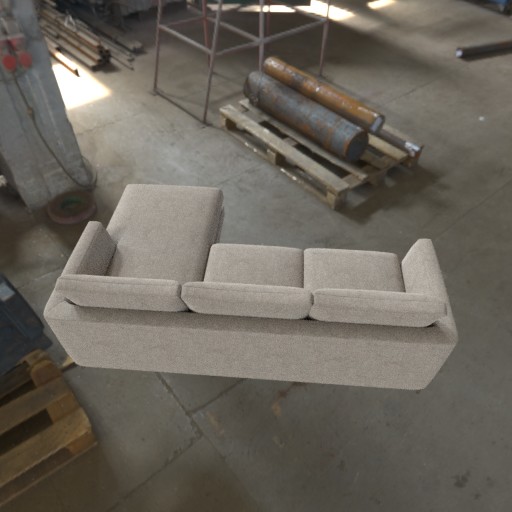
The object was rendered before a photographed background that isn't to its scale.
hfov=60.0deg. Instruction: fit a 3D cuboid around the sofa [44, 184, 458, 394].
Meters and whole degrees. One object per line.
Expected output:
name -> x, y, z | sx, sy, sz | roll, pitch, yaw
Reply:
sofa -> 0.000, 0.000, 3.219 | 2.438, 0.864, 1.626 | 3, 46, 3
